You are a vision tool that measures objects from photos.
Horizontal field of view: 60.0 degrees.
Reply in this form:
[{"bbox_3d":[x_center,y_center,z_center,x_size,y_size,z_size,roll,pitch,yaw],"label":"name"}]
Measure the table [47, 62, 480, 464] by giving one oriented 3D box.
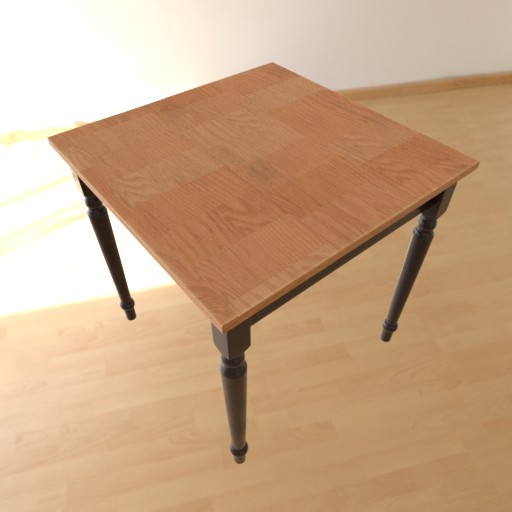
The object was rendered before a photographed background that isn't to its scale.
[{"bbox_3d":[0.000,0.000,1.336,0.747,0.738,0.747,-30,52,-26],"label":"table"}]
